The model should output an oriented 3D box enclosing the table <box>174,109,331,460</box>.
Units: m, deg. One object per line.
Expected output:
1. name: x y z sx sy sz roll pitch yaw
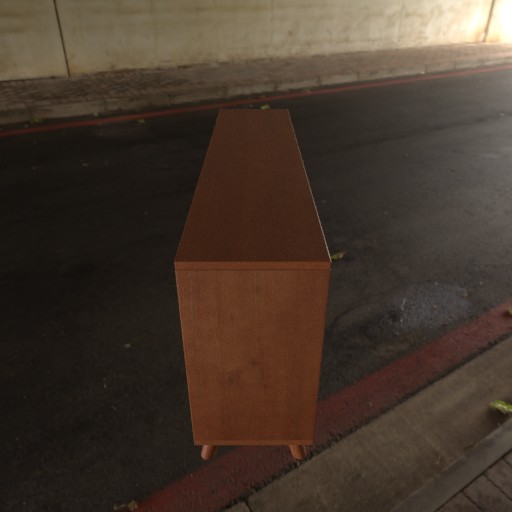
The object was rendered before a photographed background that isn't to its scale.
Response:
1. table: 0.000 0.000 1.492 0.308 0.698 1.220 0 31 0
